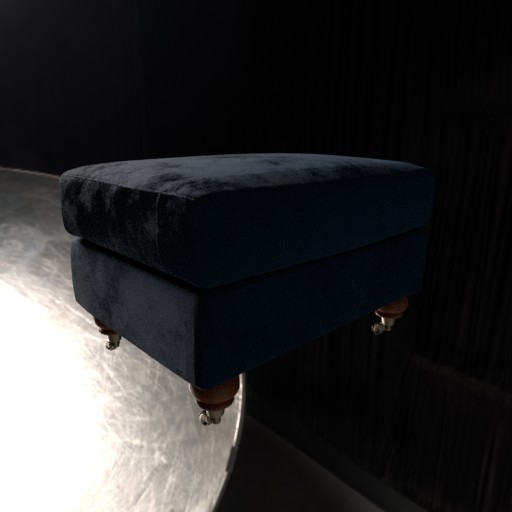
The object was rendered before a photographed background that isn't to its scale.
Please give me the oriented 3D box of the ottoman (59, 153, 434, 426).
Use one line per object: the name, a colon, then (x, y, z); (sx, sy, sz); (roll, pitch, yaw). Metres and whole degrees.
ottoman: (0.000, 0.000, 1.129); (0.773, 0.503, 0.572); (-14, 21, -41)
